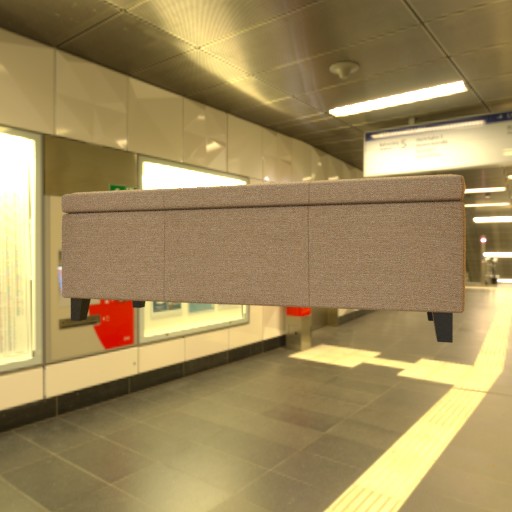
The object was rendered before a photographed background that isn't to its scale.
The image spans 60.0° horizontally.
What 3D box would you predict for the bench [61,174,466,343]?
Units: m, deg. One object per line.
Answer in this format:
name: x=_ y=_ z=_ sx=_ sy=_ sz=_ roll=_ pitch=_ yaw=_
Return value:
bench: x=0.000 y=0.000 z=1.509 sx=1.269 sy=0.438 sz=0.446 roll=0 pitch=1 yaw=18
